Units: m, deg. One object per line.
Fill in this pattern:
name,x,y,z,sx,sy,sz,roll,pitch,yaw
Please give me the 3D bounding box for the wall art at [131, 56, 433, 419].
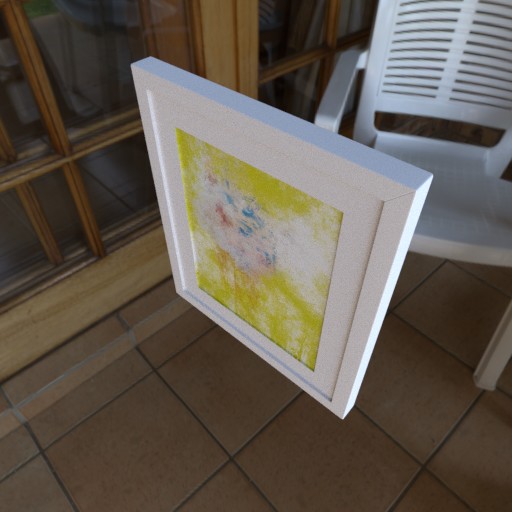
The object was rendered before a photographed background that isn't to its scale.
wall art,0.000,0.000,0.537,0.331,0.381,0.028,32,54,27
